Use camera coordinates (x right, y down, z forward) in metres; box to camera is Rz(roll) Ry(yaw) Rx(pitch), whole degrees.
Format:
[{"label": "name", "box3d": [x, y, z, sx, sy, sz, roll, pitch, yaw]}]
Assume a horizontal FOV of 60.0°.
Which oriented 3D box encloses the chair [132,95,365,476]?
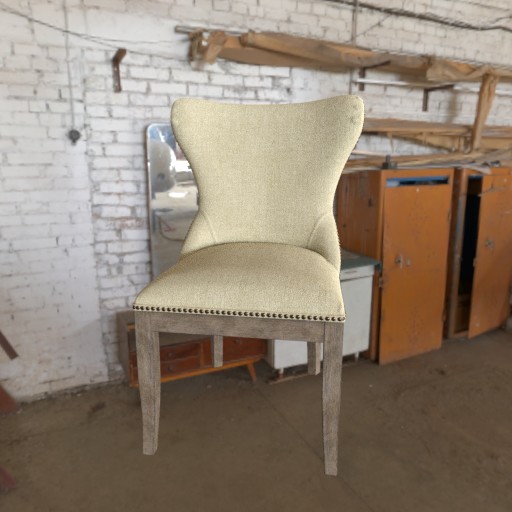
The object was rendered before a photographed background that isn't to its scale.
[{"label": "chair", "box3d": [0.000, 0.000, 1.404, 0.654, 1.002, 0.681, 2, 13, 9]}]
